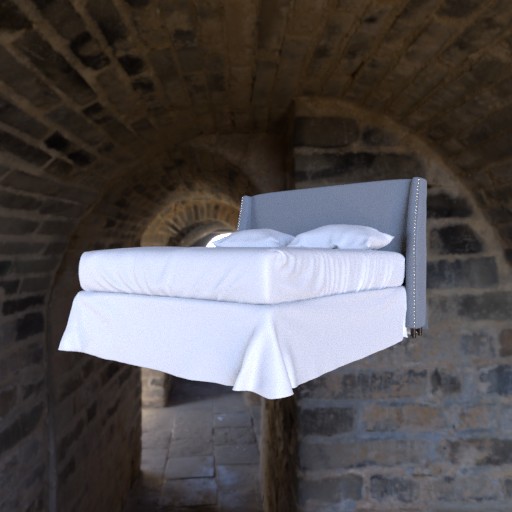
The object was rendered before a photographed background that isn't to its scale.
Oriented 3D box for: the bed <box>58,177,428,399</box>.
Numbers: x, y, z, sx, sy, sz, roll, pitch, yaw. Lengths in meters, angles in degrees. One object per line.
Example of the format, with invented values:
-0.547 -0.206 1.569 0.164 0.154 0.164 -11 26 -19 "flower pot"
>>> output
0.000 0.000 3.406 1.925 1.332 2.276 0 0 37 "bed"
